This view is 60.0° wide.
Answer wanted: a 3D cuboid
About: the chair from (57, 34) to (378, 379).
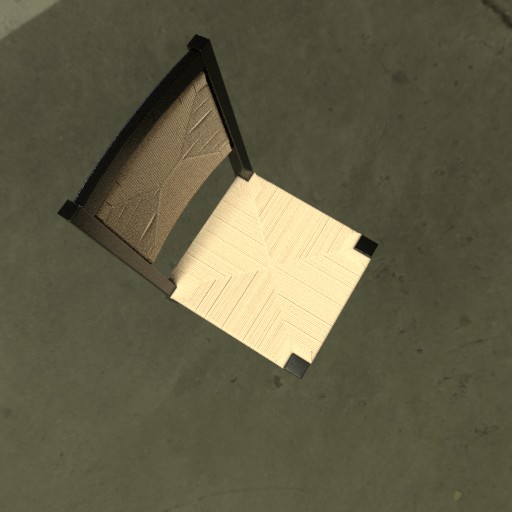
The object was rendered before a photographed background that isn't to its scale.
[{"bbox_3d":[0.000,0.000,1.217,0.552,0.927,0.437,31,78,8],"label":"chair"}]
